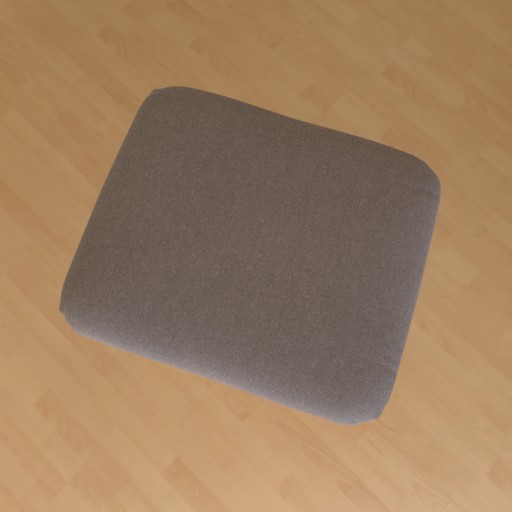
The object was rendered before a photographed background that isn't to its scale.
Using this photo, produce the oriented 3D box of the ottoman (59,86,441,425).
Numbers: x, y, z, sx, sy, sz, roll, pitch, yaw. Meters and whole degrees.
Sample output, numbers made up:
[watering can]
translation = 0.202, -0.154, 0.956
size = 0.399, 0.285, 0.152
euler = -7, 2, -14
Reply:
[ottoman]
translation = 0.000, 0.000, 1.115
size = 0.747, 0.450, 0.622
euler = 18, 78, 4
